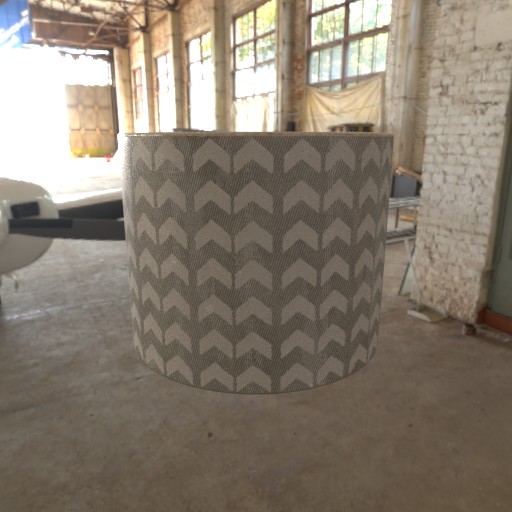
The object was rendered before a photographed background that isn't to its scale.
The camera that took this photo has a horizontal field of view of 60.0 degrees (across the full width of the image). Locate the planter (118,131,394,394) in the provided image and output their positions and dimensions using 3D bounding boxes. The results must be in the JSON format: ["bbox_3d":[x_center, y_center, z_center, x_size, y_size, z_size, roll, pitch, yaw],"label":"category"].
[{"bbox_3d":[0.000,0.000,0.341,0.190,0.181,0.190,0,15,0],"label":"planter"}]
